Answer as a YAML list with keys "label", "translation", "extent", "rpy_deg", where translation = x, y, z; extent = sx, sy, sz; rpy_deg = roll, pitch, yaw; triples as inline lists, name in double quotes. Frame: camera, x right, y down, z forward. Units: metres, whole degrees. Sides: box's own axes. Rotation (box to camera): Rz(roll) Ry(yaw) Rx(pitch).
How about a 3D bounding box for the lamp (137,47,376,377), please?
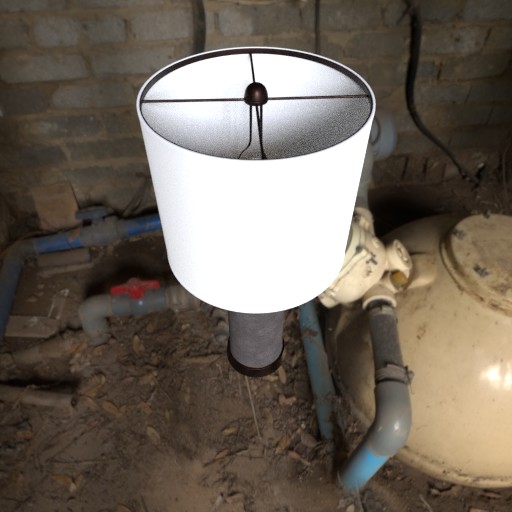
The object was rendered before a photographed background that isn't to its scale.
- label: "lamp"
  translation: [0.000, 0.000, 0.785]
  extent: [0.301, 0.630, 0.301]
  rpy_deg: [33, 55, 27]
